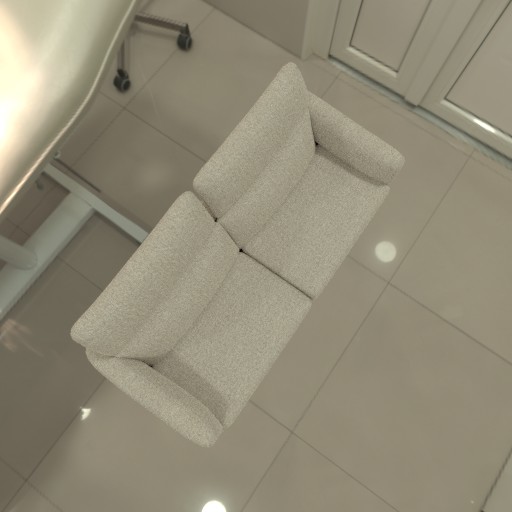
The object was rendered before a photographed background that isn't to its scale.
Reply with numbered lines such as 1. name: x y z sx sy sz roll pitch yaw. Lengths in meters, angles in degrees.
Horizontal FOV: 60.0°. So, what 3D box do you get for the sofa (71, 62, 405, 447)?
1. sofa: 0.000 0.000 2.560 0.856 0.956 2.015 34 78 9
